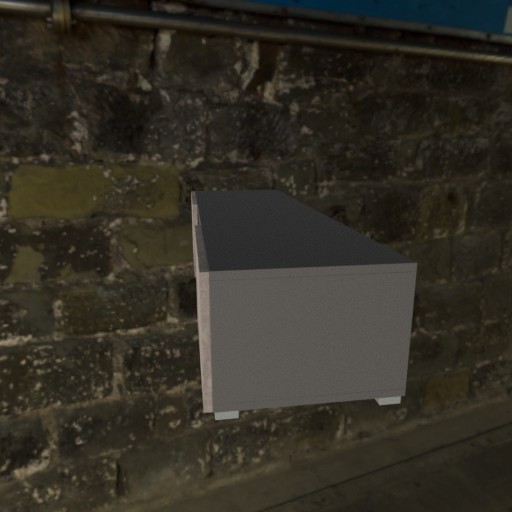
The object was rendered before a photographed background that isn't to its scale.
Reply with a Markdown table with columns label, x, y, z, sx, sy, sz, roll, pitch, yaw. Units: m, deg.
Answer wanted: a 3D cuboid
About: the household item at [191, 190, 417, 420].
| label | x | y | z | sx | sy | sz | roll | pitch | yaw |
| --- | --- | --- | --- | --- | --- | --- | --- | --- | --- |
| household item | 0.000 | 0.000 | 1.536 | 0.420 | 0.310 | 1.400 | -2 | 14 | -8 |
